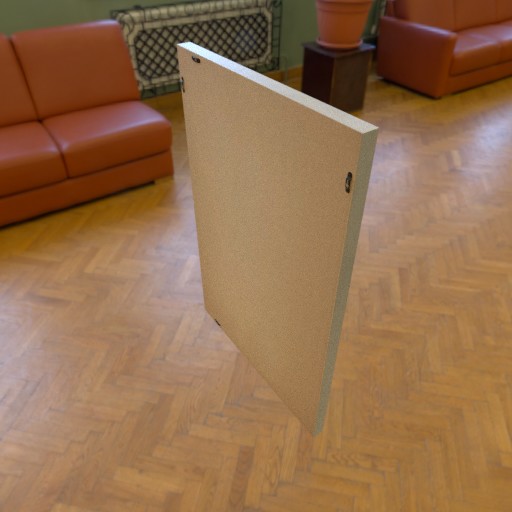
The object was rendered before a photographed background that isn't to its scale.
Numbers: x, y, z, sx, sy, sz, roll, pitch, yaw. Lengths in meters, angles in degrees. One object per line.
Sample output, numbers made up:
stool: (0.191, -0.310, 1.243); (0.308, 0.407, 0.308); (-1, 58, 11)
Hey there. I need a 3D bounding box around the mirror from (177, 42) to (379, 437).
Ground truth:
mirror: (0.000, 0.000, 1.165); (0.041, 0.915, 0.609); (-24, 46, -26)
